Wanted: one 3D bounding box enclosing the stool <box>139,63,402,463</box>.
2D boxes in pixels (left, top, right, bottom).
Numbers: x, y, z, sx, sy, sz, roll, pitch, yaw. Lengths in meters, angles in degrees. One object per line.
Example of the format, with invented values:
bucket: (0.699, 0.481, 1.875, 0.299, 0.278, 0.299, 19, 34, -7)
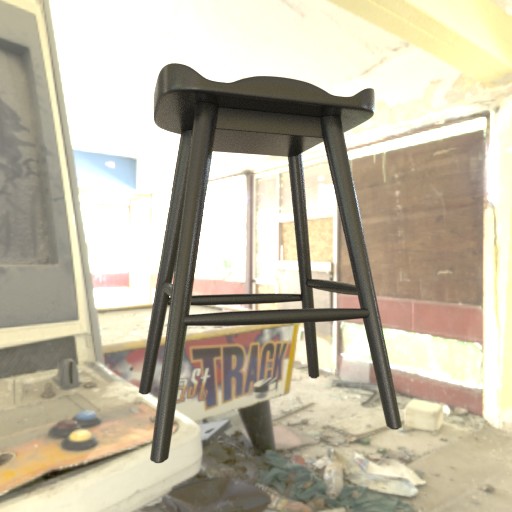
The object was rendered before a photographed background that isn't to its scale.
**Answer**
stool: (0.000, 0.000, 0.888, 0.440, 0.615, 0.361, 0, 0, -18)
